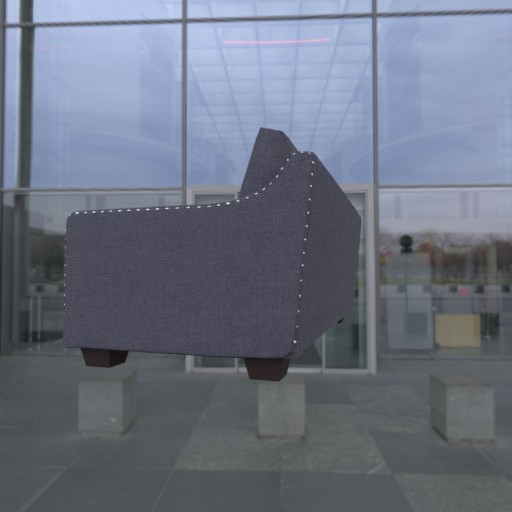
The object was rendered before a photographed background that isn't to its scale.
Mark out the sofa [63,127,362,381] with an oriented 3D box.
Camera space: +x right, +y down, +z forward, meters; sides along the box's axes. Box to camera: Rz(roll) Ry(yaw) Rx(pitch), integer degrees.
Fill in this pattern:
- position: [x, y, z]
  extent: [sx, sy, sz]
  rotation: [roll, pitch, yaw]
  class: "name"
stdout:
- position: [0.000, 0.000, 3.275]
  extent: [1.336, 1.196, 2.550]
  rotation: [-1, -2, 18]
  class: "sofa"
